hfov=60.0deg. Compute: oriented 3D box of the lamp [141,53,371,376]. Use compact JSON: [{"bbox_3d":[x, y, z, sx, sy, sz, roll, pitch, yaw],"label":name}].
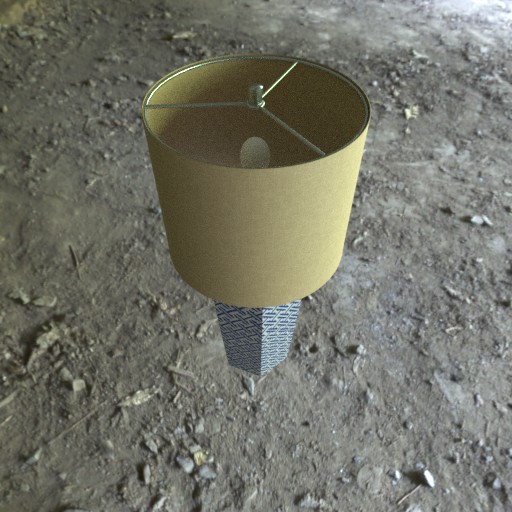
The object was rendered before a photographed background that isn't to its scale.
[{"bbox_3d":[0.000,0.000,0.860,0.320,0.682,0.320,-26,52,-22],"label":"lamp"}]
